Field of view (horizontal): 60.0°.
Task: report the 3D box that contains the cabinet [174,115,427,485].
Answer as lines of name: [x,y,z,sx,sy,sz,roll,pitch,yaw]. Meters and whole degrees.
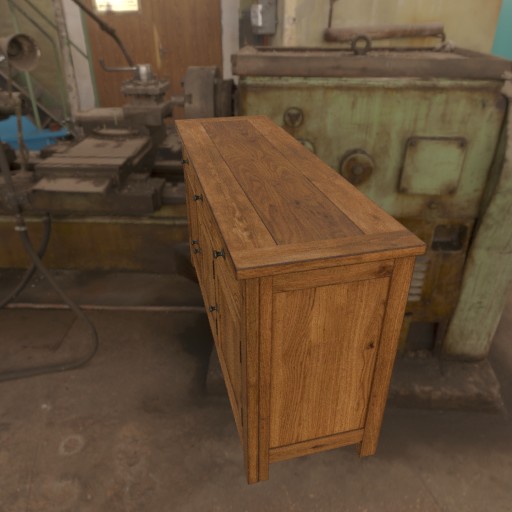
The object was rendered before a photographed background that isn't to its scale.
cabinet: [0.000,0.000,1.843,0.480,0.813,1.474,-7,31,-12]
